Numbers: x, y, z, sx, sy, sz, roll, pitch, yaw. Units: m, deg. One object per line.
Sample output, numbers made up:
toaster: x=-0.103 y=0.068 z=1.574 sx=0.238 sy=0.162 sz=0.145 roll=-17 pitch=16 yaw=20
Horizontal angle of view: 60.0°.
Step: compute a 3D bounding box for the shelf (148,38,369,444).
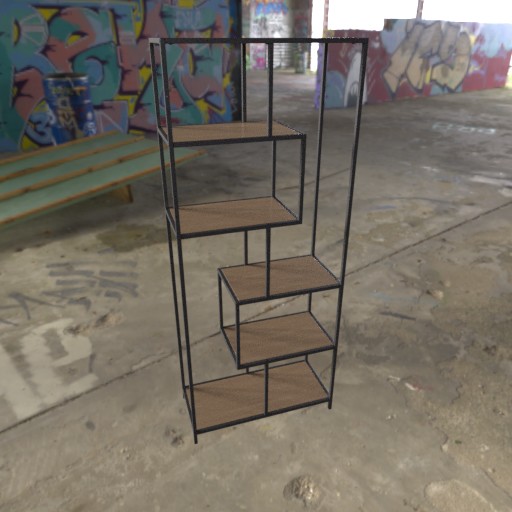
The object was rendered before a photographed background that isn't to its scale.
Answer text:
shelf: x=0.000 y=0.000 z=2.095 sx=0.770 sy=1.850 sz=0.350 roll=-8 pitch=27 yaw=-16
